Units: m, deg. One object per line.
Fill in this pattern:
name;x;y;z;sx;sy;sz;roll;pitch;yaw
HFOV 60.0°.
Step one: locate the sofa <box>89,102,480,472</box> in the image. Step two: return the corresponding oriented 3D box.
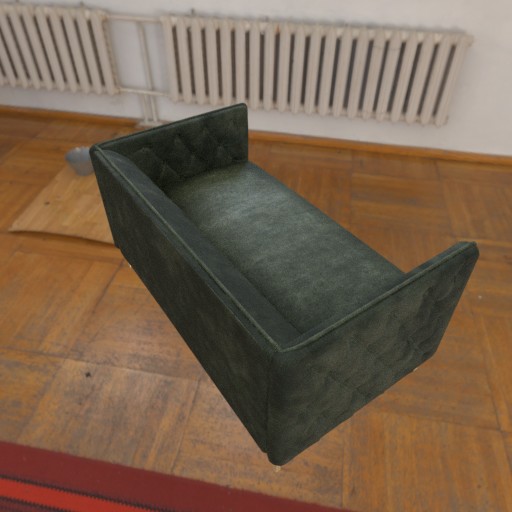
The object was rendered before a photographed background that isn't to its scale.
sofa;0.000;0.000;2.049;0.895;0.768;1.537;-25;48;-25
